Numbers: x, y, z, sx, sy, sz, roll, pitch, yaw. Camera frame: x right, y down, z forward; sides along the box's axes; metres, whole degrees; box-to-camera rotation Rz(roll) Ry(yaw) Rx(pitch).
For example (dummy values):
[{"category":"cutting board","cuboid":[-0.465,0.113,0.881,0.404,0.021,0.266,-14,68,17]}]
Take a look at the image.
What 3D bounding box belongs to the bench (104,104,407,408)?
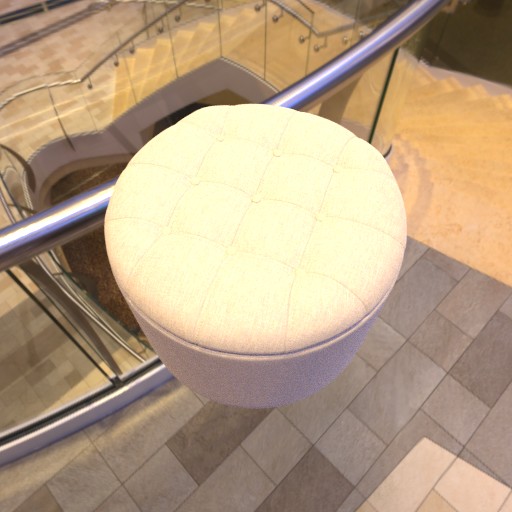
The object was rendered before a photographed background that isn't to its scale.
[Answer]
[{"category":"bench","cuboid":[0.000,0.000,1.028,0.600,0.454,0.600,0,58,0]}]
